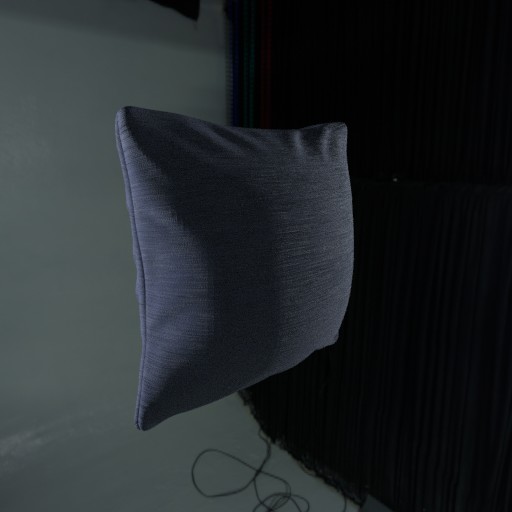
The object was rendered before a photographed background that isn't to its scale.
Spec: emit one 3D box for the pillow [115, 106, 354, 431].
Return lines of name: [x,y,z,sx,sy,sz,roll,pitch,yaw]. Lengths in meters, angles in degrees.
pillow: [0.000,0.000,0.683,0.432,0.414,0.246,-12,18,-42]
